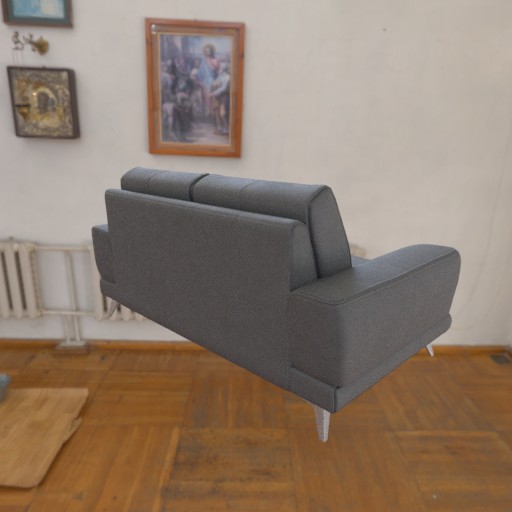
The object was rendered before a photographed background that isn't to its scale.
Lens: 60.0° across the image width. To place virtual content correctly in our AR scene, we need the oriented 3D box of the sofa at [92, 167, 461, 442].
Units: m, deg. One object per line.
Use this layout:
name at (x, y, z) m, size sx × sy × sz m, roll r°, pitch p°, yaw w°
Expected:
sofa at (0.000, 0.000, 2.371) m, size 1.806 × 0.907 × 1.018 m, roll 15°, pitch 21°, yaw 43°
